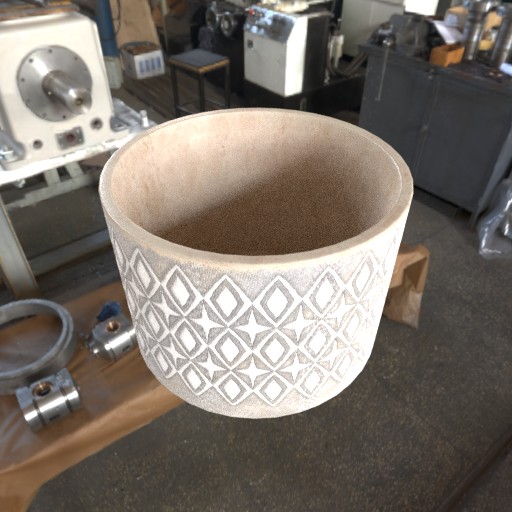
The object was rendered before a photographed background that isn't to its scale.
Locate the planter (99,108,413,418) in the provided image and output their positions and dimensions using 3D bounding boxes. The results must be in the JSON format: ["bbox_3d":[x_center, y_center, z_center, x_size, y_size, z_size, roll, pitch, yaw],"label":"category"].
[{"bbox_3d":[0.000,0.000,0.279,0.164,0.127,0.164,0,40,0],"label":"planter"}]
